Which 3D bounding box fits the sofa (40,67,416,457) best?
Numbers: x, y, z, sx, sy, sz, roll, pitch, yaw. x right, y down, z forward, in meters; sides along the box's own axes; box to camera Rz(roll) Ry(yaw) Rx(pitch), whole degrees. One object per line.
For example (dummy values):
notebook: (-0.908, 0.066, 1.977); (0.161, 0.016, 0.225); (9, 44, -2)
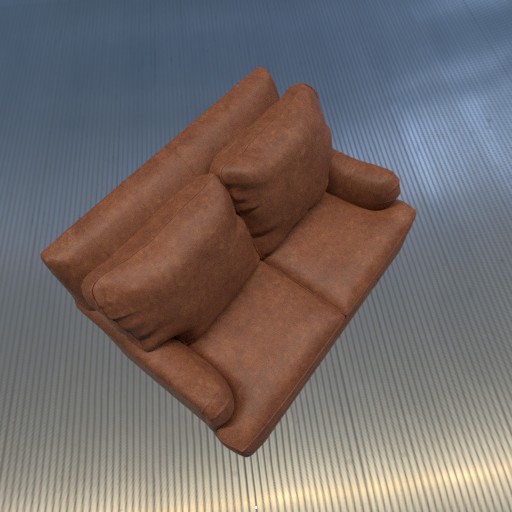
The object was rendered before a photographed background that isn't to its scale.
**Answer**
sofa: (0.000, 0.000, 2.200); (1.077, 1.004, 1.527); (34, 66, 18)
